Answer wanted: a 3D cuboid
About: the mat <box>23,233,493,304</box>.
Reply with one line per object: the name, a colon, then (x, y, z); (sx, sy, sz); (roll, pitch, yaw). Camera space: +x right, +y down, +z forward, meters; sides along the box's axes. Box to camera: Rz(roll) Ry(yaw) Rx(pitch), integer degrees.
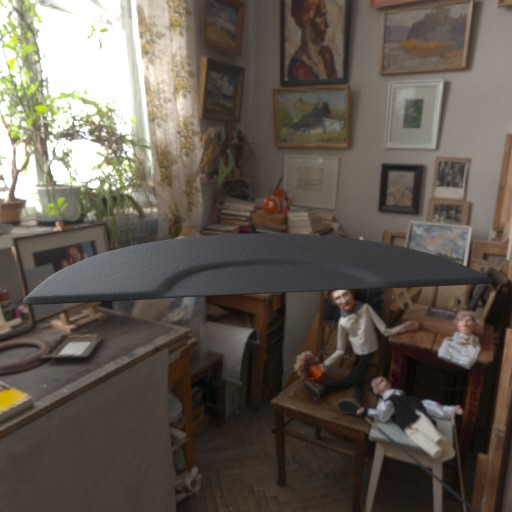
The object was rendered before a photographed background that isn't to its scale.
mat: (0.000, 0.000, 1.827); (1.525, 0.022, 0.917); (-2, 14, -8)
